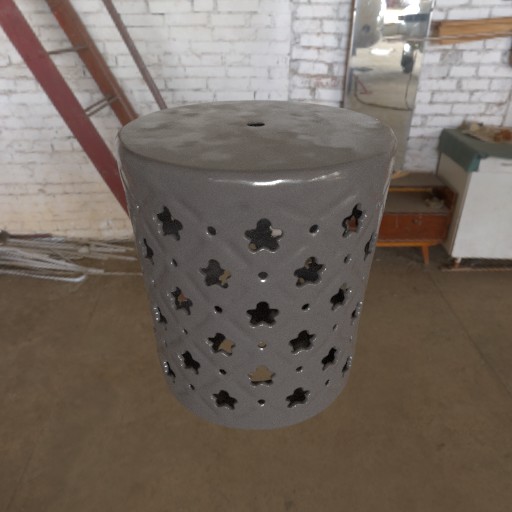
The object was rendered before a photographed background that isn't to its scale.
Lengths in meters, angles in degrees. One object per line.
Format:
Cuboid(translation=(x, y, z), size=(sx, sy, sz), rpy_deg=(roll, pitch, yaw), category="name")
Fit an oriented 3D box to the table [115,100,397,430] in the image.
Cuboid(translation=(0.000, 0.000, 0.659), size=(0.352, 0.387, 0.352), rpy_deg=(0, 30, 0), category="table")
